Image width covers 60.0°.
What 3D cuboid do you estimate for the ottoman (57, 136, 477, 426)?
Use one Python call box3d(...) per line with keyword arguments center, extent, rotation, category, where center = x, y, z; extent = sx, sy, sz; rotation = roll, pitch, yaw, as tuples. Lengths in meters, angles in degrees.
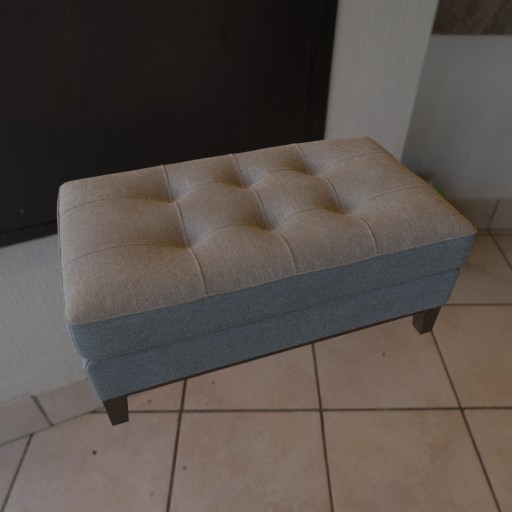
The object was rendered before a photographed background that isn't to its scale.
box3d(center=(0.000, 0.000, 1.461), extent=(1.143, 0.514, 0.648), rotation=(-13, 43, -14), category="ottoman")
